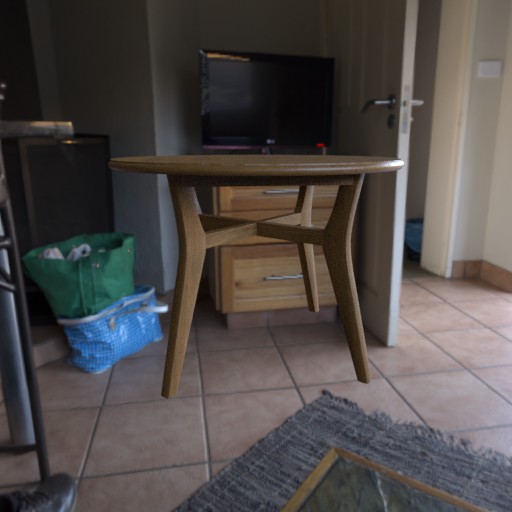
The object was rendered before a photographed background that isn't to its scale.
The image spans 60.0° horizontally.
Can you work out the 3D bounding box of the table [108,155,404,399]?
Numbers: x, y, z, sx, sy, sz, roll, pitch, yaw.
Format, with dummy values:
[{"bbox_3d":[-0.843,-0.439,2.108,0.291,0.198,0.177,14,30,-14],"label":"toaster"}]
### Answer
[{"bbox_3d":[0.000,0.000,1.751,1.055,0.757,1.055,0,14,0],"label":"table"}]
